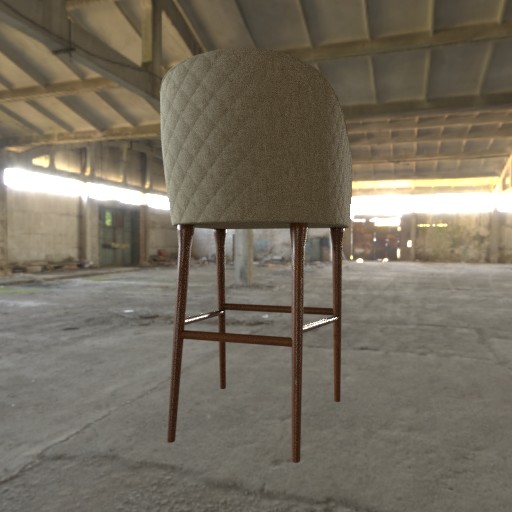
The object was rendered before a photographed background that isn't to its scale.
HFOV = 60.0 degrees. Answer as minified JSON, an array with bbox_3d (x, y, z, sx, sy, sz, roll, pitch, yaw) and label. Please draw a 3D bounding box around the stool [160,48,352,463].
[{"bbox_3d":[0.000,0.000,1.436,0.559,1.078,0.607,1,2,18],"label":"stool"}]
